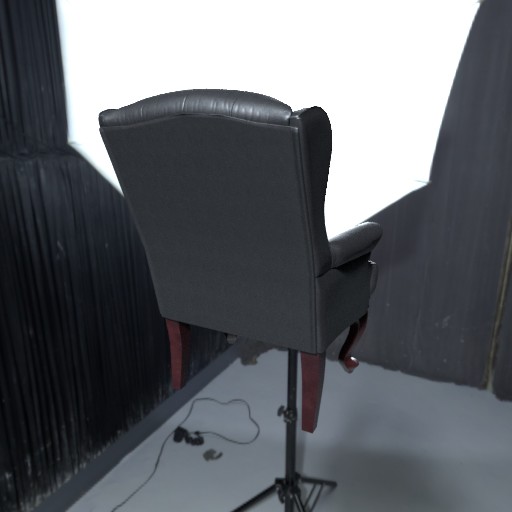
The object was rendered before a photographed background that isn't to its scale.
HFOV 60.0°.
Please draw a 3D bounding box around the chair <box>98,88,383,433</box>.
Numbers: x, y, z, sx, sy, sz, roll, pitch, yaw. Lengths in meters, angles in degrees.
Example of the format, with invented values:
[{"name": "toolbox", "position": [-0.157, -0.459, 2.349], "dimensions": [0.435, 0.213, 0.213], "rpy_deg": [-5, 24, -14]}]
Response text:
[{"name": "chair", "position": [0.000, 0.000, 1.661], "dimensions": [0.831, 1.133, 0.822], "rpy_deg": [8, 18, 27]}]
